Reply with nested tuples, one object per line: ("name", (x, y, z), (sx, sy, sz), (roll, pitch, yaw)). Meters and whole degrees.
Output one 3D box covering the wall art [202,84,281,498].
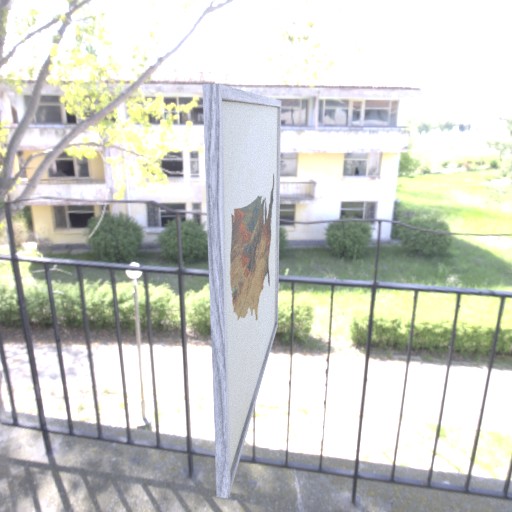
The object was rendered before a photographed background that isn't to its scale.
("wall art", (0.000, 0.000, 0.743), (0.016, 0.507, 0.508), (3, 18, 9))
